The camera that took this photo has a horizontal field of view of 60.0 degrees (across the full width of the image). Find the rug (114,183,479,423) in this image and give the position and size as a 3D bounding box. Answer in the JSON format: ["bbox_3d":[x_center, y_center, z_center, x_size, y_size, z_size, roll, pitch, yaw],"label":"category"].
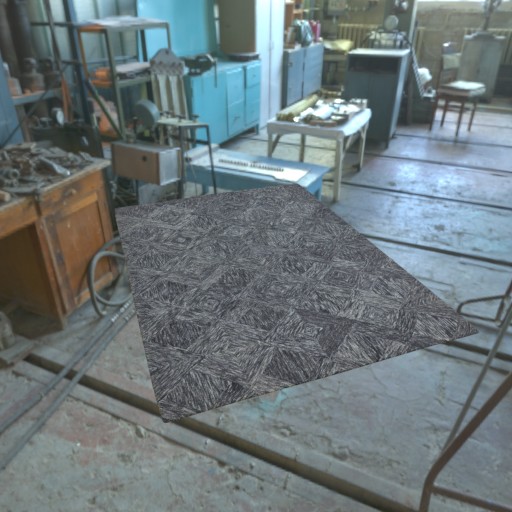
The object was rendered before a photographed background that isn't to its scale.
[{"bbox_3d":[0.000,0.000,5.356,2.997,0.020,4.093,-11,32,-17],"label":"rug"}]
